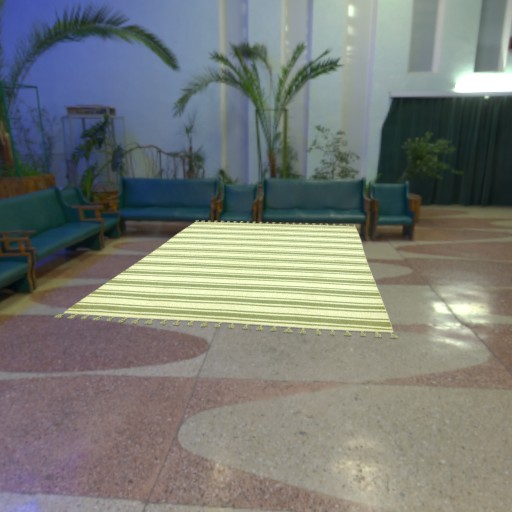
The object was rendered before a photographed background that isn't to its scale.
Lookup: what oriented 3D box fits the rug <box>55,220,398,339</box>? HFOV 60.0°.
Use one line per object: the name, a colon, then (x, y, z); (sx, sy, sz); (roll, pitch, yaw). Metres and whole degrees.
rug: (0.000, 0.000, 3.091); (1.540, 0.018, 2.435); (2, 15, 8)
